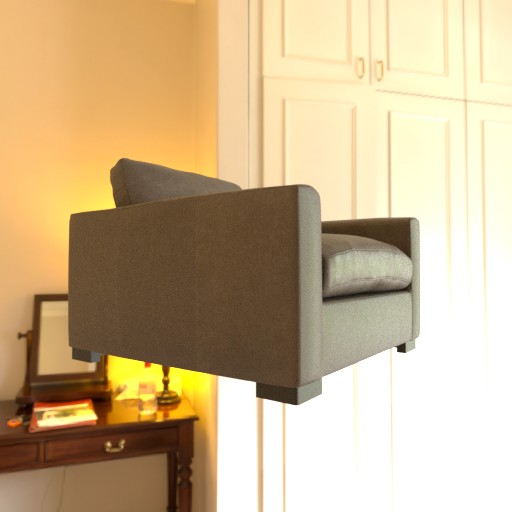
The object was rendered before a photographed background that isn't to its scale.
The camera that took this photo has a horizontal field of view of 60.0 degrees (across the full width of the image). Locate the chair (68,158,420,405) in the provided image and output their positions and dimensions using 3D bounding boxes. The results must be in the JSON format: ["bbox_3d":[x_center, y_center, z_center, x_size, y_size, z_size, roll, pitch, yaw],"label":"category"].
[{"bbox_3d":[0.000,0.000,1.841,1.080,0.807,1.106,-1,-2,36],"label":"chair"}]
